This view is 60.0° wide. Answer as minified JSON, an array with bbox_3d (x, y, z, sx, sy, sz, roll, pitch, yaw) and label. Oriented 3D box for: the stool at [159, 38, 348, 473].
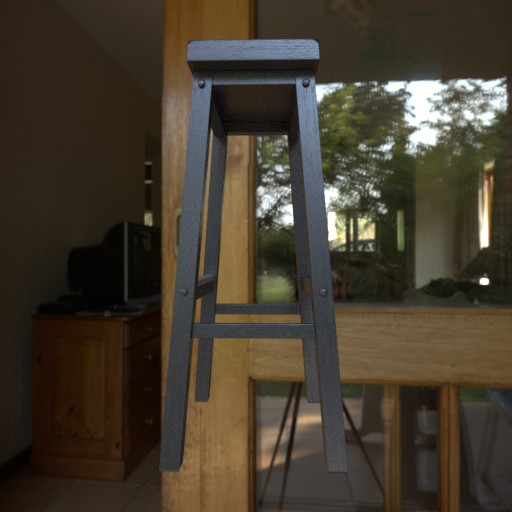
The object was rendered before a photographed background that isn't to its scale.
[{"bbox_3d":[0.000,0.000,0.960,0.322,0.742,0.406,0,0,1],"label":"stool"}]
